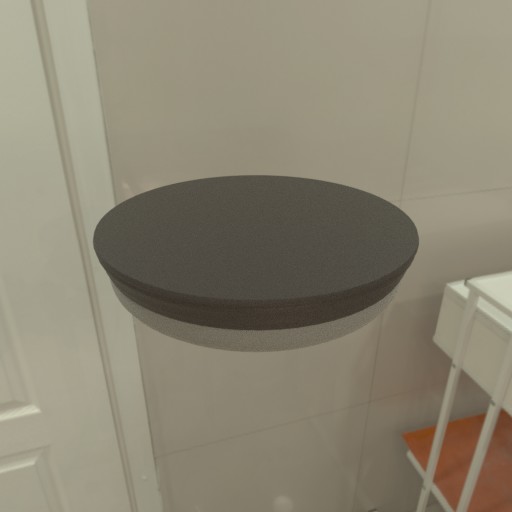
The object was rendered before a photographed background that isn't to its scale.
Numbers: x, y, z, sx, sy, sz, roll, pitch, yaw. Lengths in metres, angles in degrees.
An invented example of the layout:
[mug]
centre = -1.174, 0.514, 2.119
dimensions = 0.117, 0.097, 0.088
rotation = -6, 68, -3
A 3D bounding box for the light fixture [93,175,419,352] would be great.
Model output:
[light fixture]
centre = 0.000, 0.000, 0.547
dimensions = 0.368, 0.100, 0.368
rotation = 0, 26, 0
